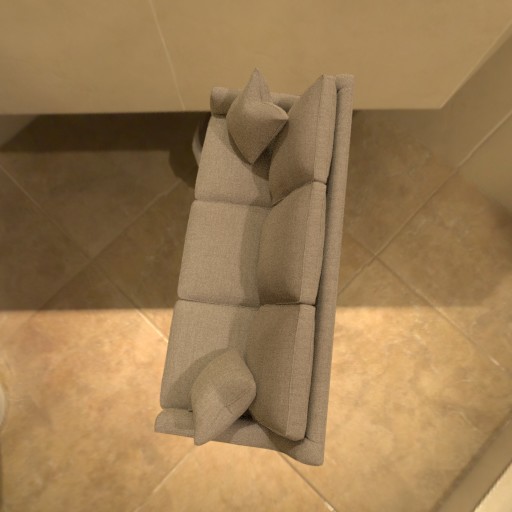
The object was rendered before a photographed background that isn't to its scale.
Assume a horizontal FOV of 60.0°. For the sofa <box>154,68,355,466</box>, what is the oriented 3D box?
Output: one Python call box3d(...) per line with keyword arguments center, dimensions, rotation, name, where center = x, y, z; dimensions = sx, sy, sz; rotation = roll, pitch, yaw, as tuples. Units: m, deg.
box3d(center=(0.000, 0.000, 2.561), dimensions=(0.865, 0.914, 2.031), rotation=(7, 76, 2), name="sofa")
